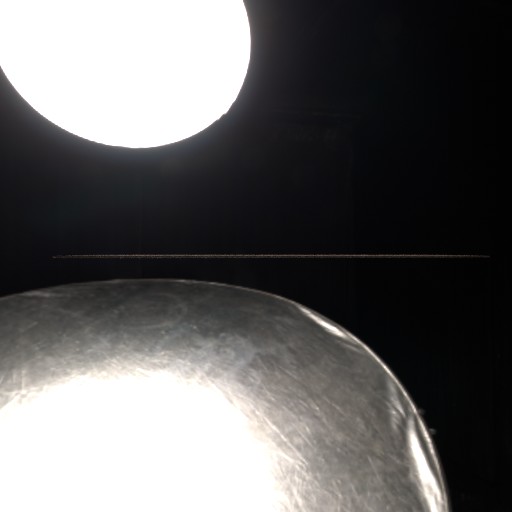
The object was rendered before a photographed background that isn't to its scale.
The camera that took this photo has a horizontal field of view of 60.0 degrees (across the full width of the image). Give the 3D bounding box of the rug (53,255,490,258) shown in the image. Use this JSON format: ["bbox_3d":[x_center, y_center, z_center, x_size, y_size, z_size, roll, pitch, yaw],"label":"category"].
[{"bbox_3d":[0.000,0.000,4.290,3.294,0.018,2.382,0,0,-17],"label":"rug"}]
